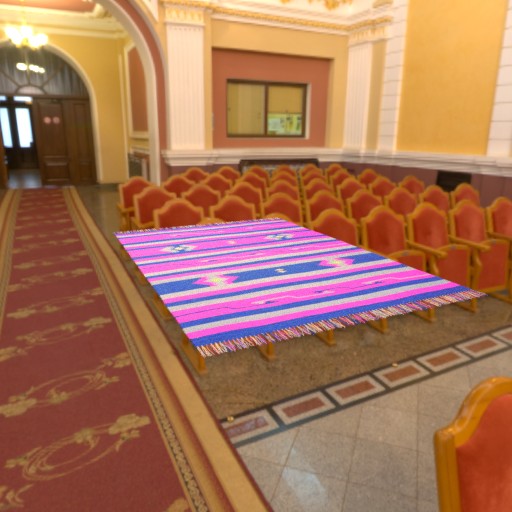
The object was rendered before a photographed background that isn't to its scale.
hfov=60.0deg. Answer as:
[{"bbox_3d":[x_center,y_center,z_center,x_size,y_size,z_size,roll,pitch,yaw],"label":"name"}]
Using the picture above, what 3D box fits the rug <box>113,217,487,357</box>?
[{"bbox_3d":[0.000,0.000,2.967,1.539,0.013,2.350,-7,17,-24],"label":"rug"}]
